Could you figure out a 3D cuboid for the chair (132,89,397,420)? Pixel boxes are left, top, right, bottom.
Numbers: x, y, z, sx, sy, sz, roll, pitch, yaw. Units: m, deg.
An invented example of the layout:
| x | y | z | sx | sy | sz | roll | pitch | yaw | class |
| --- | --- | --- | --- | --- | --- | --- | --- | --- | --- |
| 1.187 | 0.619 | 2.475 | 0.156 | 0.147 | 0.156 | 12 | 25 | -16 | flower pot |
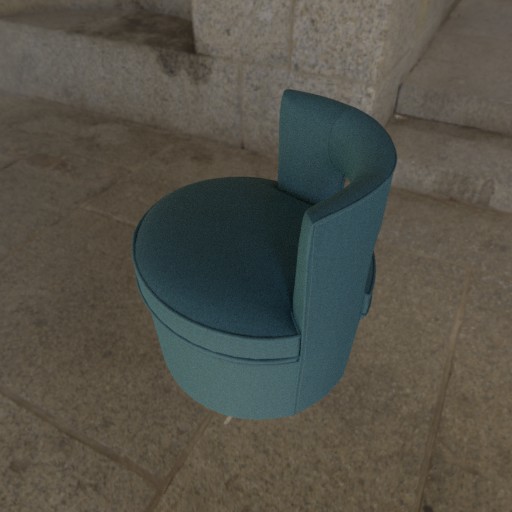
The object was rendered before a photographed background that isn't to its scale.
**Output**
| x | y | z | sx | sy | sz | roll | pitch | yaw | class |
| --- | --- | --- | --- | --- | --- | --- | --- | --- | --- |
| 0.000 | 0.000 | 1.242 | 0.660 | 0.711 | 0.684 | -1 | 41 | -1 | chair |
